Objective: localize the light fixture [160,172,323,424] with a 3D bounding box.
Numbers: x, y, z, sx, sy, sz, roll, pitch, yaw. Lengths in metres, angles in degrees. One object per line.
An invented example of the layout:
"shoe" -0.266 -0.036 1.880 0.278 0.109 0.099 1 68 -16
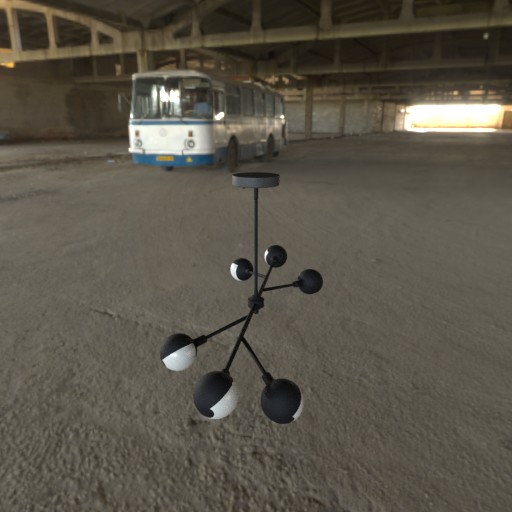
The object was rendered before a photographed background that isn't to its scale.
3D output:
"light fixture" 0.000 0.000 0.998 0.434 0.362 0.778 8 19 24
